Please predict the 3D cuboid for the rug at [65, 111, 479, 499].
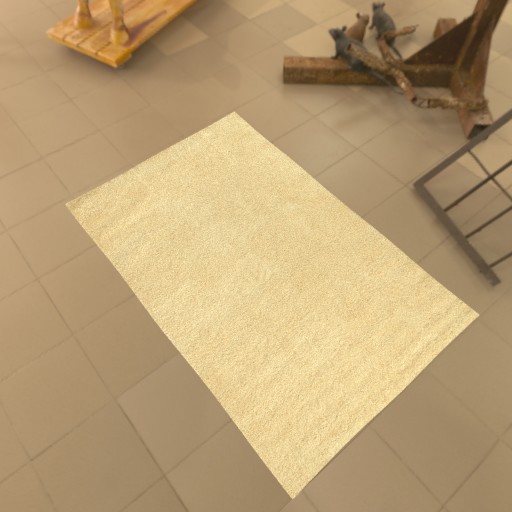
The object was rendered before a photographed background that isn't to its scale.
[{"bbox_3d":[0.000,0.000,2.864,1.500,0.025,2.346,-35,64,-20],"label":"rug"}]
